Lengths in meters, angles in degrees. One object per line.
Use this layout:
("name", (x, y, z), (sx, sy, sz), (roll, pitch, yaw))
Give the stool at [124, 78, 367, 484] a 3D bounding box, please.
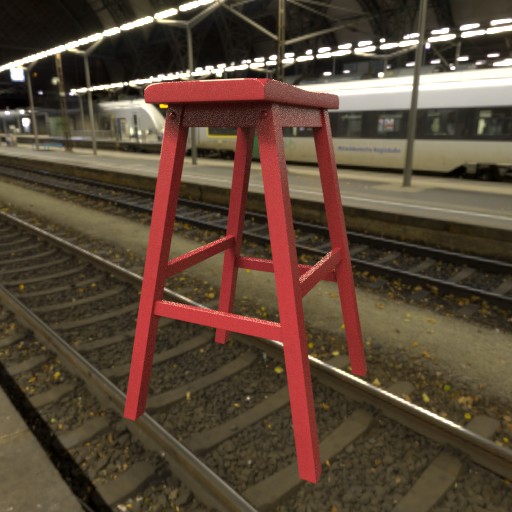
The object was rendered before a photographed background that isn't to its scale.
("stool", (0.000, 0.000, 1.046), (0.476, 0.737, 0.457), (8, 18, 24))
